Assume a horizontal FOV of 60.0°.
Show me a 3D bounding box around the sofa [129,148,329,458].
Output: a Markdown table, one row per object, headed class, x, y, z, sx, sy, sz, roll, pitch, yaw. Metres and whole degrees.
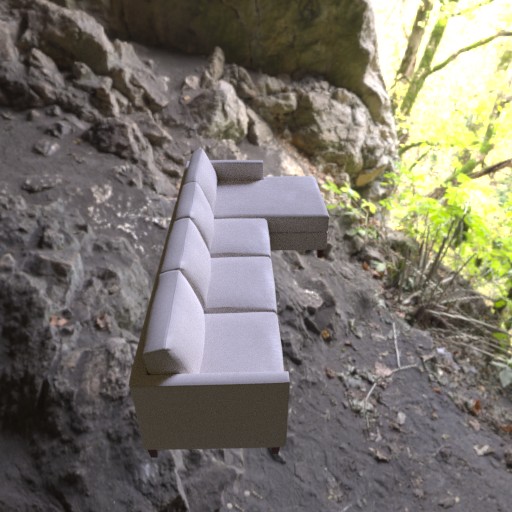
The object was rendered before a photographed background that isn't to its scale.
| class | x | y | z | sx | sy | sz | roll | pitch | yaw |
| --- | --- | --- | --- | --- | --- | --- | --- | --- | --- |
| sofa | 0.000 | 0.000 | 4.107 | 1.599 | 0.954 | 3.471 | -1 | 33 | -2 |
